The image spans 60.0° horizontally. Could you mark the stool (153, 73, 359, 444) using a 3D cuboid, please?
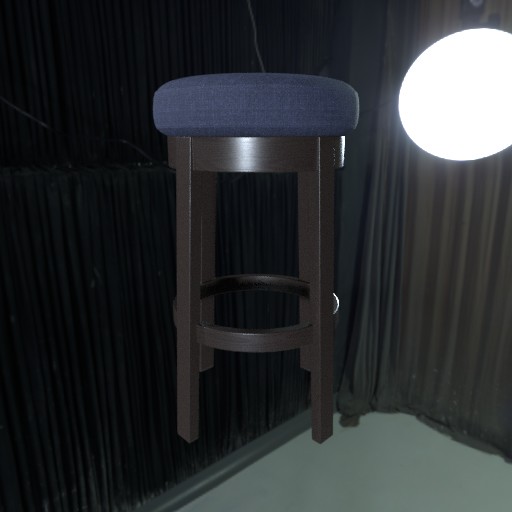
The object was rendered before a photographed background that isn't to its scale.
[{"bbox_3d":[0.000,0.000,1.027,0.446,0.758,0.446,0,15,0],"label":"stool"}]
